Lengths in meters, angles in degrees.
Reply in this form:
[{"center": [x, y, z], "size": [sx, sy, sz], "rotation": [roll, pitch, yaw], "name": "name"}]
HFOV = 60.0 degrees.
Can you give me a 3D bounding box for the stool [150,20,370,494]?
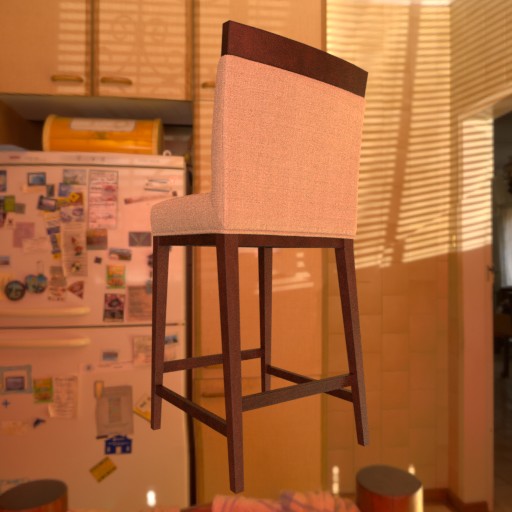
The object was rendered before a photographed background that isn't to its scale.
[{"center": [0.000, 0.000, 1.244], "size": [0.463, 1.011, 0.480], "rotation": [0, -1, -36], "name": "stool"}]
